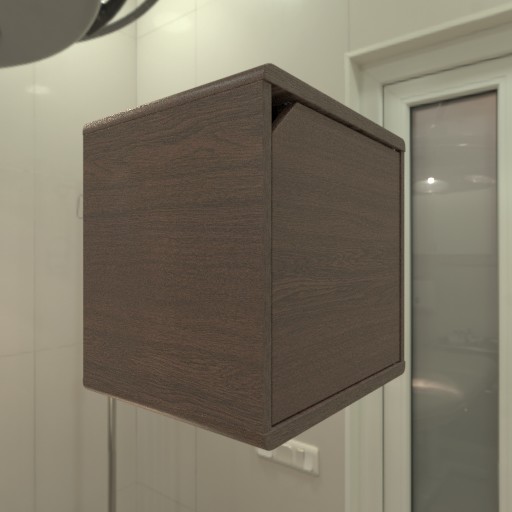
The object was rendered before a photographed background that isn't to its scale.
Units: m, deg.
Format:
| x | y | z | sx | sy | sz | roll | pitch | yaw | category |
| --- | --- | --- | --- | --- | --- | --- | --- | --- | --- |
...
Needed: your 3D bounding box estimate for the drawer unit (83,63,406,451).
| x | y | z | sx | sy | sz | roll | pitch | yaw | category |
| --- | --- | --- | --- | --- | --- | --- | --- | --- | --- |
| 0.000 | 0.000 | 0.607 | 0.290 | 0.344 | 0.344 | 0 | 0 | 38 | drawer unit |
